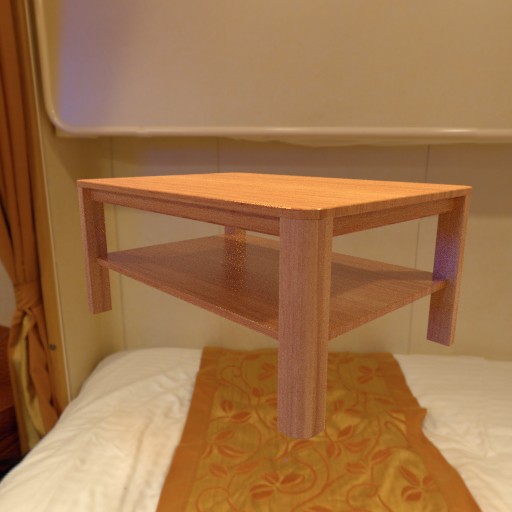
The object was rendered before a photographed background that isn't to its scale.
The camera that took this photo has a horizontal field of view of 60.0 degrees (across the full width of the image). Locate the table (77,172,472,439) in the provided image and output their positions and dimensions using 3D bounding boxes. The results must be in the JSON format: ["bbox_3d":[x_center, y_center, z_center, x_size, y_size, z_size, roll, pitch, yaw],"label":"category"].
[{"bbox_3d":[0.000,0.000,1.364,0.696,0.445,0.997,-12,18,-42],"label":"table"}]
